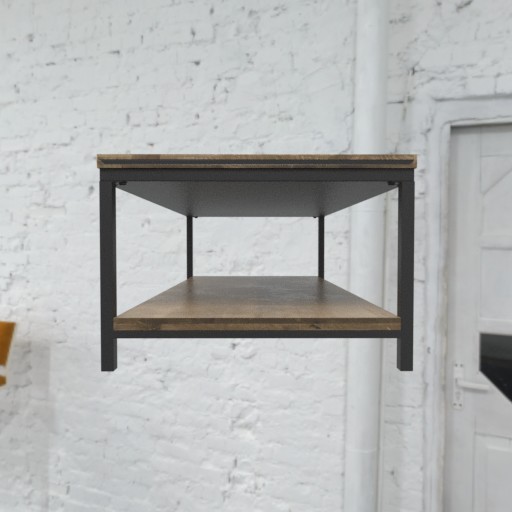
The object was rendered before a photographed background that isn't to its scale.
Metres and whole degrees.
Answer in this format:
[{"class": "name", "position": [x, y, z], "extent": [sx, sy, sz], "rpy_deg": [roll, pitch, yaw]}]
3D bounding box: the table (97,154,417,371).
[{"class": "table", "position": [0.000, 0.000, 1.329], "extent": [0.574, 0.393, 1.062], "rpy_deg": [0, 2, 0]}]
